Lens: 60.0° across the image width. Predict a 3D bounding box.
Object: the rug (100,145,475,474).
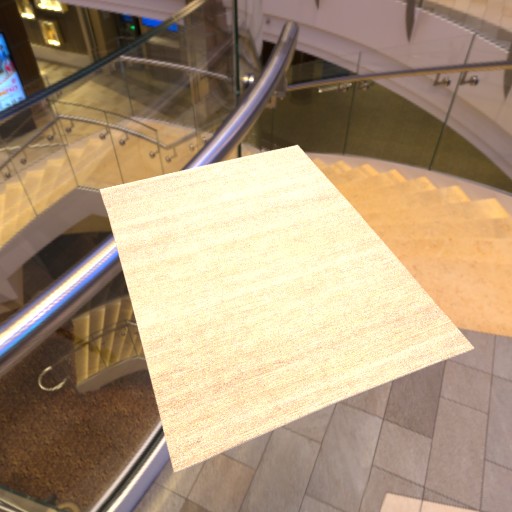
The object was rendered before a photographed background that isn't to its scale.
[{"bbox_3d":[0.000,0.000,4.239,2.467,0.046,3.245,-16,48,-15],"label":"rug"}]
